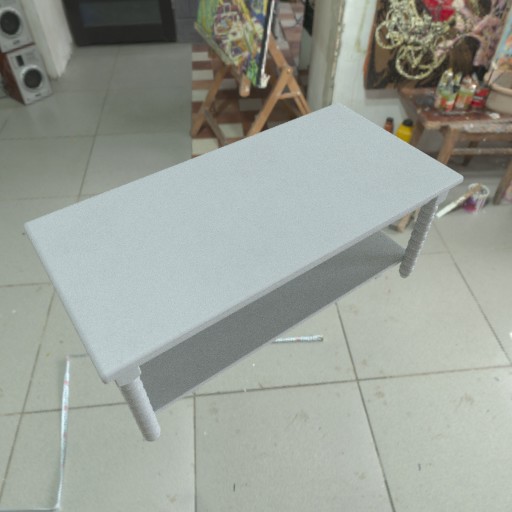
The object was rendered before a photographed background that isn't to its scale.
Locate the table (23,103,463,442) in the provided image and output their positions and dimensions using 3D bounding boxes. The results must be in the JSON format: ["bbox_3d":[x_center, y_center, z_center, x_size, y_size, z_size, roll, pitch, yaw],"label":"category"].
[{"bbox_3d":[0.000,0.000,1.464,1.171,0.487,0.580,-27,53,-23],"label":"table"}]
